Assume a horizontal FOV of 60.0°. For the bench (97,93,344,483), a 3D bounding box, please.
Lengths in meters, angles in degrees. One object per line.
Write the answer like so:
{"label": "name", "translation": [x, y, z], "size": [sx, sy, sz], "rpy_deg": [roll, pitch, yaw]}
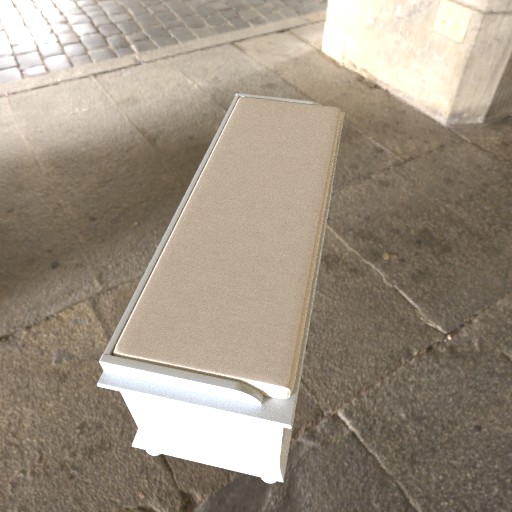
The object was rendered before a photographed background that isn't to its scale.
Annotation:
{"label": "bench", "translation": [0.000, 0.000, 1.408], "size": [0.402, 0.486, 1.185], "rpy_deg": [9, 48, 8]}
